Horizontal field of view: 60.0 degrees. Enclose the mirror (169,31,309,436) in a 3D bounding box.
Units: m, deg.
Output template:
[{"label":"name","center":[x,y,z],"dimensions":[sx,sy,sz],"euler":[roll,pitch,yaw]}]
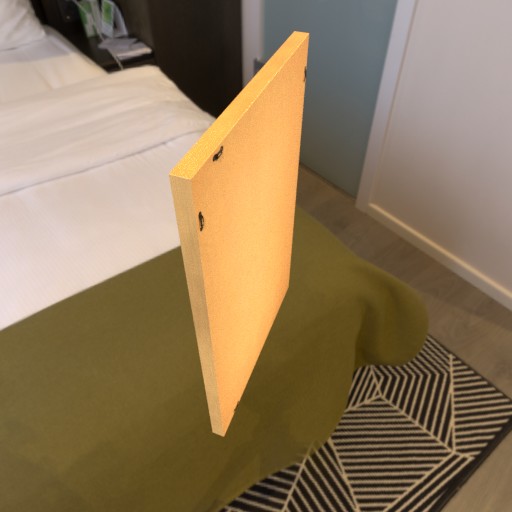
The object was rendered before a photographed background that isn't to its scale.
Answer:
[{"label":"mirror","center":[0.000,0.000,1.165],"dimensions":[0.041,0.915,0.609],"euler":[15,48,14]}]
